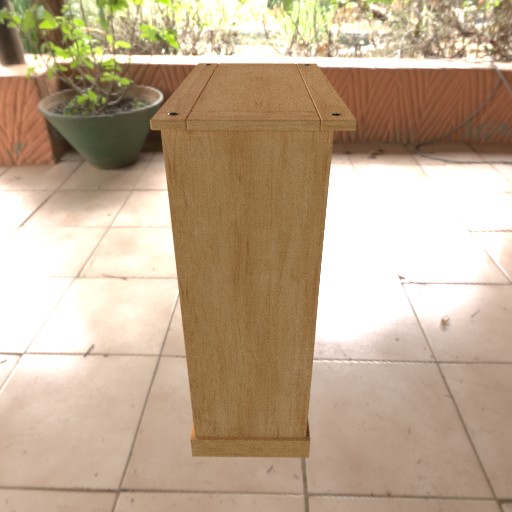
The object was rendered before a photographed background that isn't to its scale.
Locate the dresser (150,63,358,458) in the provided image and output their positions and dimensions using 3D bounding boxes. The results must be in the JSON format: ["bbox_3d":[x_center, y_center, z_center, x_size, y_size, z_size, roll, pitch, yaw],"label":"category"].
[{"bbox_3d":[0.000,0.000,1.757,0.485,1.300,0.915,0,31,1],"label":"dresser"}]
